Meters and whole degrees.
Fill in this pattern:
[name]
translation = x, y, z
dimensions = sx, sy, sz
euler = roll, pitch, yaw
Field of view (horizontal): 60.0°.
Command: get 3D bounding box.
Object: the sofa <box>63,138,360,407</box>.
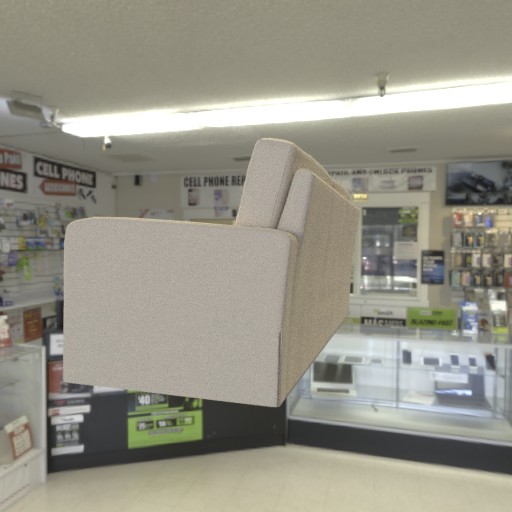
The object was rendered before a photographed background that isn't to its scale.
[sofa]
translation = 0.000, 0.000, 2.249
dimensions = 0.894, 0.831, 1.808
euler = 1, 2, 18
